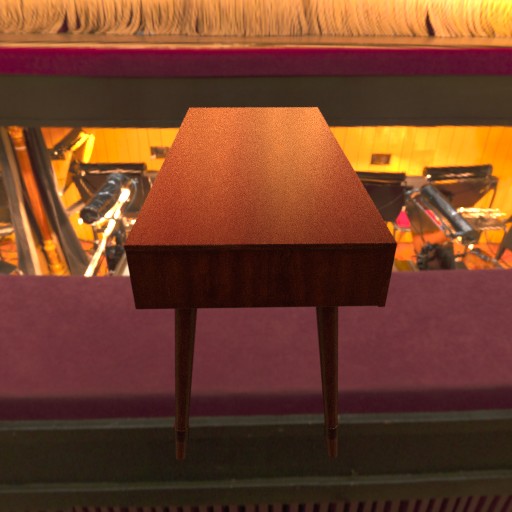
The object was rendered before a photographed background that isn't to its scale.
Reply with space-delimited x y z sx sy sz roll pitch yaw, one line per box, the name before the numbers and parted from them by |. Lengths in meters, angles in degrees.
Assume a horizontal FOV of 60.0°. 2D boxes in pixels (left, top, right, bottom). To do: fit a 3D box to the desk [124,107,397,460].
desk | 0.000 0.000 2.128 0.734 1.031 1.577 -1 31 -1
